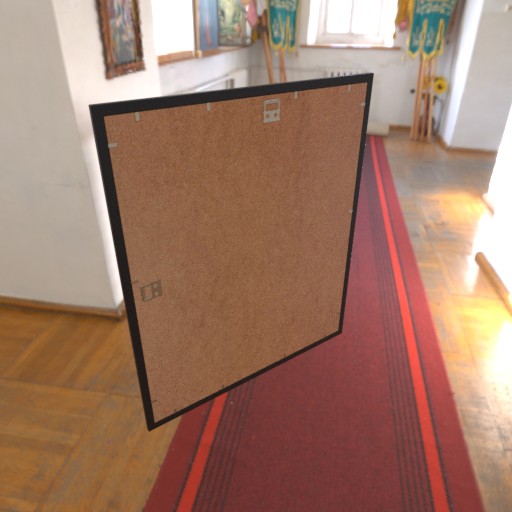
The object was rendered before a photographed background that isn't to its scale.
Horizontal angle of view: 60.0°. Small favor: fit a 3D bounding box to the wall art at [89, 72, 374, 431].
[{"bbox_3d":[0.000,0.000,0.910,0.559,0.660,0.018,-19,35,-30],"label":"wall art"}]
